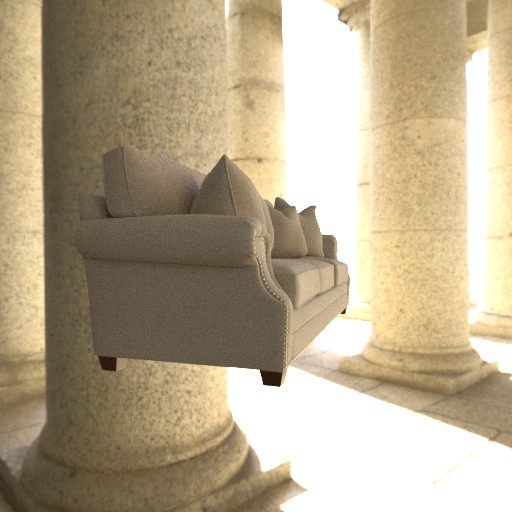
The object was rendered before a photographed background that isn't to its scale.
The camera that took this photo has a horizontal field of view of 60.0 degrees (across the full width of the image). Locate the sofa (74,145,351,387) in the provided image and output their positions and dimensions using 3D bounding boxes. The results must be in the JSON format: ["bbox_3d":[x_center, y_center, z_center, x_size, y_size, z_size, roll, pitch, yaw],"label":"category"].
[{"bbox_3d":[0.000,0.000,2.820,0.965,0.975,2.312,0,1,18],"label":"sofa"}]
